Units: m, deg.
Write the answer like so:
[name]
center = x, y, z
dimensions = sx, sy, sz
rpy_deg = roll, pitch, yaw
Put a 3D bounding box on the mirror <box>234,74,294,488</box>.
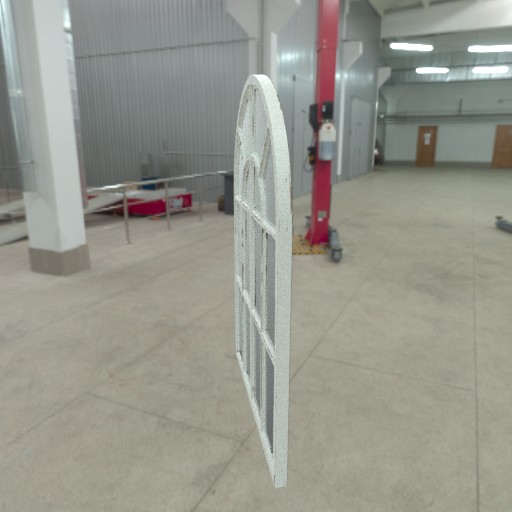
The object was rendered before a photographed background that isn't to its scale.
[mirror]
center = 0.000, 0.000, 1.209
dimensions = 0.032, 0.920, 0.660
rpy_deg = -3, 15, -10
